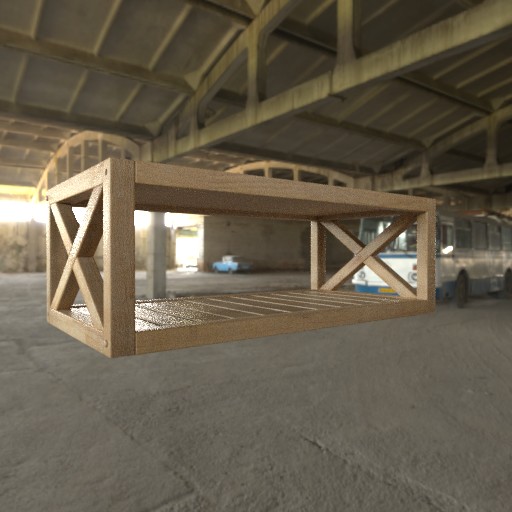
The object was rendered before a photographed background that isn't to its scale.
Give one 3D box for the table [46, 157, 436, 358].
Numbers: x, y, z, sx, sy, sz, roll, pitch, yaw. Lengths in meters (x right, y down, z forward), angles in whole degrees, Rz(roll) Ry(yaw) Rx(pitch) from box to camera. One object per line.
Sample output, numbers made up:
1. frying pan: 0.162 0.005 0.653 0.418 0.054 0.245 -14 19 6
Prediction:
1. table: 0.000 0.000 1.653 1.321 0.457 0.660 0 0 -37
